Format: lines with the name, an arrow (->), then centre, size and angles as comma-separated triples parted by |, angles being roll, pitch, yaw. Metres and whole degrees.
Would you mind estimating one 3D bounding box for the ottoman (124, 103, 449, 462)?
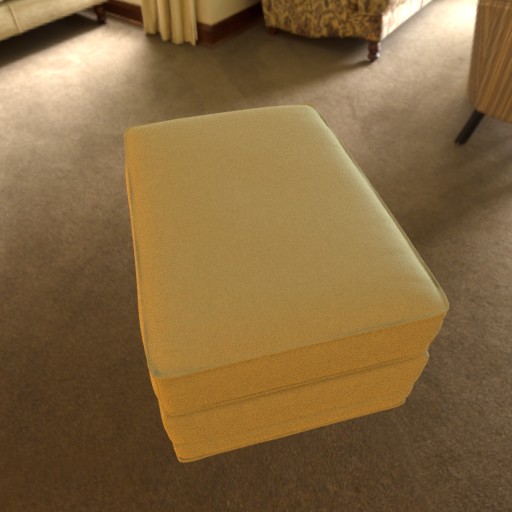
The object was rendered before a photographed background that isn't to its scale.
ottoman -> 0.000, 0.000, 1.204 | 0.611, 0.482, 0.848 | -11, 48, -10
